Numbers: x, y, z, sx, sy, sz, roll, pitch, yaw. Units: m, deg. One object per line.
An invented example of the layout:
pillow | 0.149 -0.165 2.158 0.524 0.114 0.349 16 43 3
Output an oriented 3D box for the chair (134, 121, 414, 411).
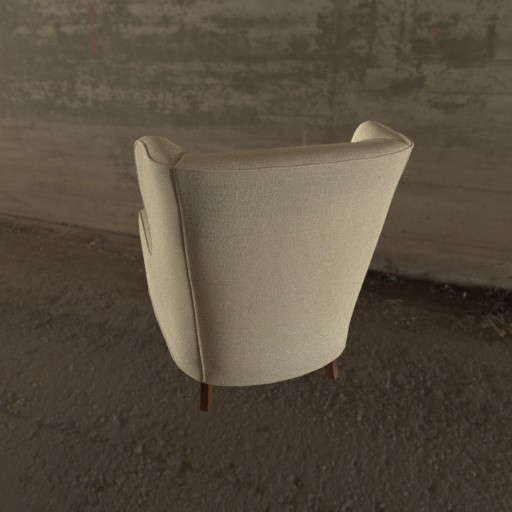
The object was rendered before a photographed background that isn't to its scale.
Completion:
chair | 0.000 0.000 1.750 0.838 1.040 0.966 -8 28 -16
